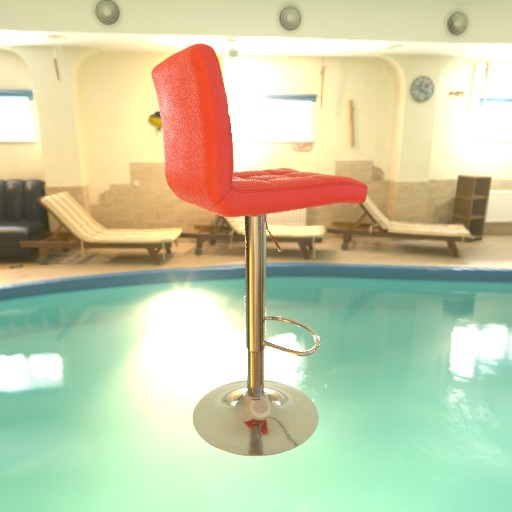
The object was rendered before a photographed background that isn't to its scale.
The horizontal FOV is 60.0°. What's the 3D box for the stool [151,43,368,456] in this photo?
[{"bbox_3d":[0.000,0.000,1.367,0.505,1.115,0.430,-7,16,-25],"label":"stool"}]
